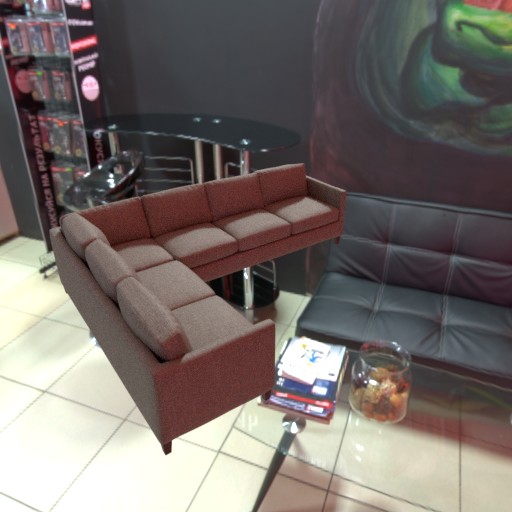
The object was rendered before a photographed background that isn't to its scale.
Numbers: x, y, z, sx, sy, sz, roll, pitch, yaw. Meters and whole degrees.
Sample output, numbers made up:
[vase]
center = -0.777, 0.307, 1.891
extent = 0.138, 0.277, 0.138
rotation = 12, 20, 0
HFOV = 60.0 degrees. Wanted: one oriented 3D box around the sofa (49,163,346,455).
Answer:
[sofa]
center = 0.000, 0.000, 4.443
extent = 3.302, 0.947, 2.593
rotation = -18, 33, -31
